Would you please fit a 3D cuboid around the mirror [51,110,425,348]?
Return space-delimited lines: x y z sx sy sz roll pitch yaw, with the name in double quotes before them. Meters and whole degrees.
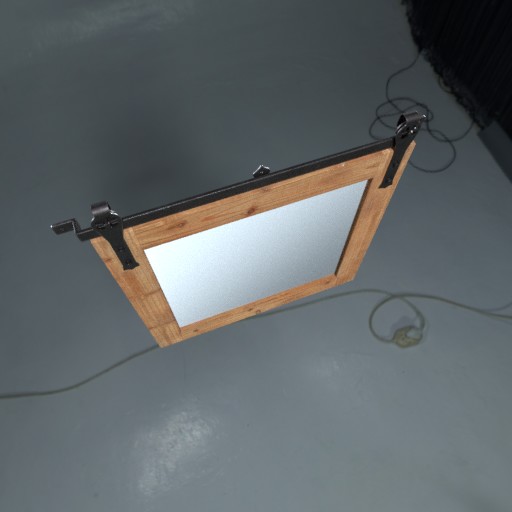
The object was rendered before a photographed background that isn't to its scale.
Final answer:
"mirror" 0.000 0.000 1.190 0.805 0.800 0.054 -18 64 -9
